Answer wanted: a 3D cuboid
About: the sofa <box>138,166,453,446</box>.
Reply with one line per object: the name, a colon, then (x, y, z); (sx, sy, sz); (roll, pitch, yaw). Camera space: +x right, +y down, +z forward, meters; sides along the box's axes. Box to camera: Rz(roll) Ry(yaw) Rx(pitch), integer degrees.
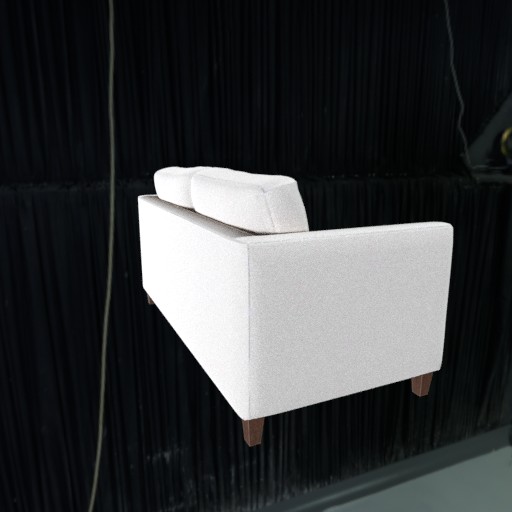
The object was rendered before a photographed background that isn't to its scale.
sofa: (0.000, 0.000, 2.250); (0.873, 0.888, 1.722); (-6, 14, -24)
